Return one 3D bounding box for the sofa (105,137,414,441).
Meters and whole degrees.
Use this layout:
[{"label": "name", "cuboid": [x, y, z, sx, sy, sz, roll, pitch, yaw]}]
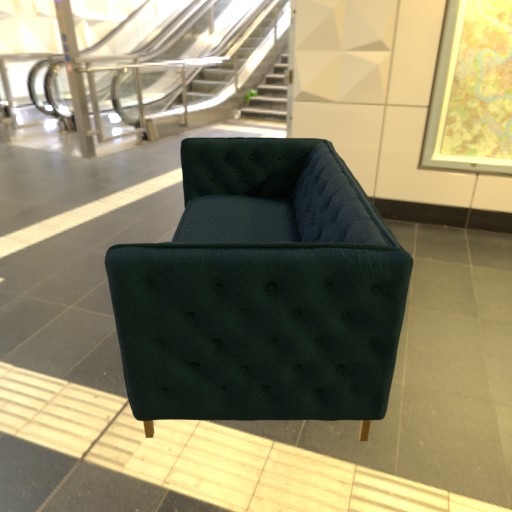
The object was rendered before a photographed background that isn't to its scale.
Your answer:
[{"label": "sofa", "cuboid": [0.000, 0.000, 2.098, 0.909, 0.810, 1.583, 0, 27, 0]}]
